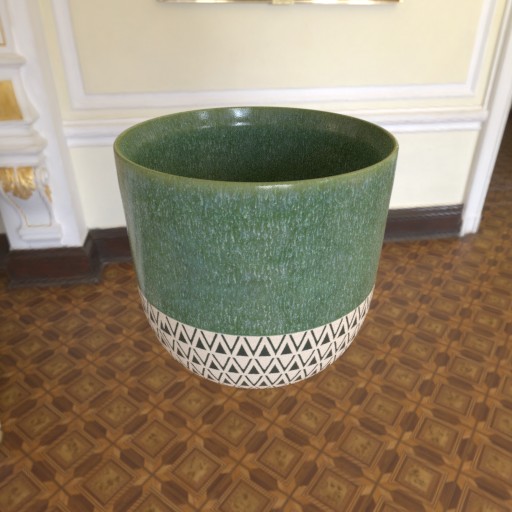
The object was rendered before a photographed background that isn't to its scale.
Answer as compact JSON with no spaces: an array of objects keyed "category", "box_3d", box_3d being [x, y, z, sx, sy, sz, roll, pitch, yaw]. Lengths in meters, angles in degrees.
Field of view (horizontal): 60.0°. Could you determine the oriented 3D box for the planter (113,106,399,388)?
[{"category":"planter","box_3d":[0.000,0.000,0.494,0.266,0.270,0.266,0,30,0]}]
